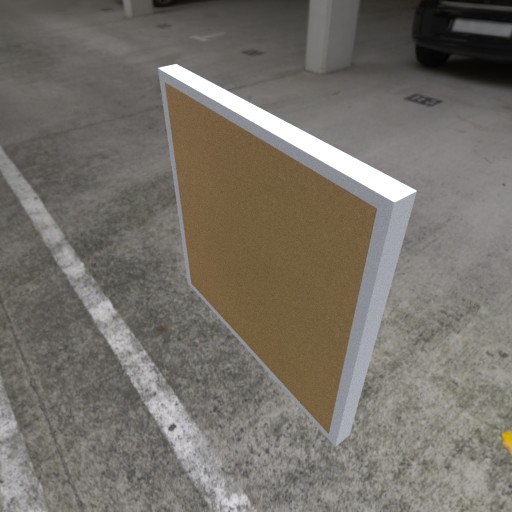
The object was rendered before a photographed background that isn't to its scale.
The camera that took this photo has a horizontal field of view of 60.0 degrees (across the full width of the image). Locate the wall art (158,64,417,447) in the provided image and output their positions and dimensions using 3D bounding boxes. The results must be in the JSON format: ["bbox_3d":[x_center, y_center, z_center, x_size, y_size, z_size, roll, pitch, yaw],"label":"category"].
[{"bbox_3d":[0.000,0.000,0.768,0.035,0.507,0.508,-26,47,-27],"label":"wall art"}]
